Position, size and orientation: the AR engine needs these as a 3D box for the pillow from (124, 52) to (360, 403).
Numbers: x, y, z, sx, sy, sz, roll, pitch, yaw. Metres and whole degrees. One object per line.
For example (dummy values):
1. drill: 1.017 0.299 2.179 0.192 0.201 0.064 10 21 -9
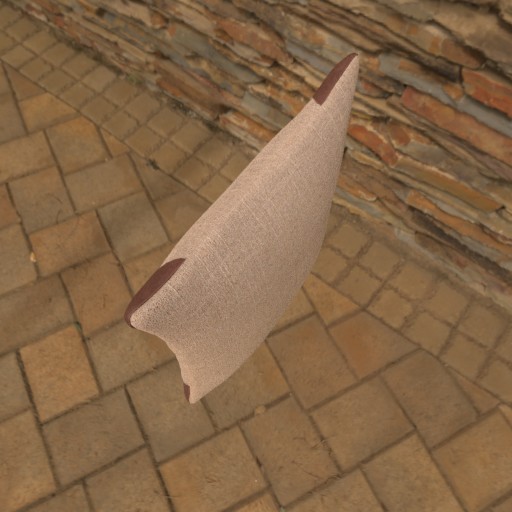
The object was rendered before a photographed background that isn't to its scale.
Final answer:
1. pillow: 0.000 0.000 0.678 0.147 0.448 0.437 30 67 14
